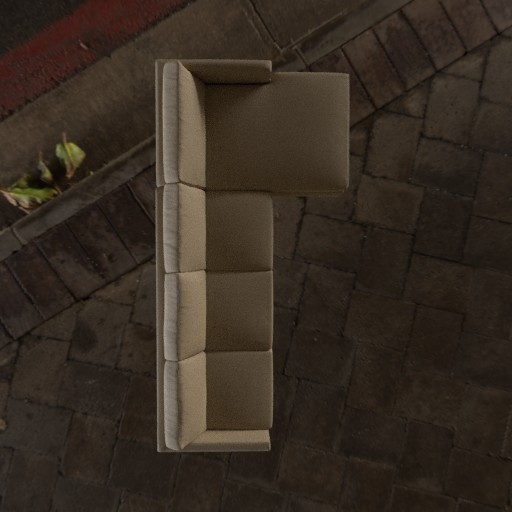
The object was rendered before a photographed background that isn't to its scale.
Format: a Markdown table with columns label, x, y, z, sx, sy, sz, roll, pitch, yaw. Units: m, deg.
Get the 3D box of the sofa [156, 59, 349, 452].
| label | x | y | z | sx | sy | sz | roll | pitch | yaw |
| --- | --- | --- | --- | --- | --- | --- | --- | --- | --- |
| sofa | 0.000 | 0.000 | 3.824 | 1.622 | 0.871 | 3.206 | 0 | 92 | -1 |
